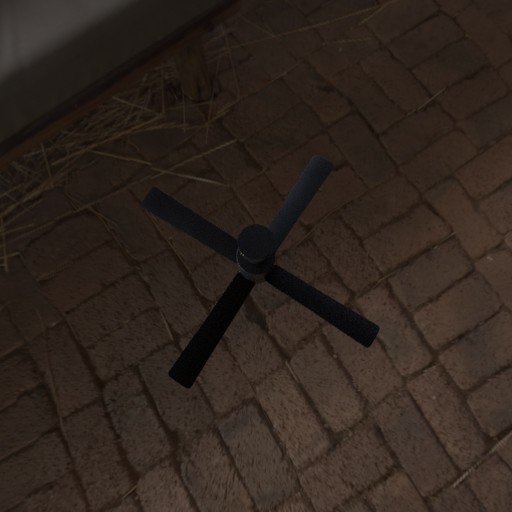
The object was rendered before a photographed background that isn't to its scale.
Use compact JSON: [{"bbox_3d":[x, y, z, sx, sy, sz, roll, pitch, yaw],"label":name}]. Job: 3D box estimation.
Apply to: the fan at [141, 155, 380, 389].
[{"bbox_3d":[0.000,0.000,2.319,1.525,0.534,1.525,32,78,8],"label":"fan"}]
